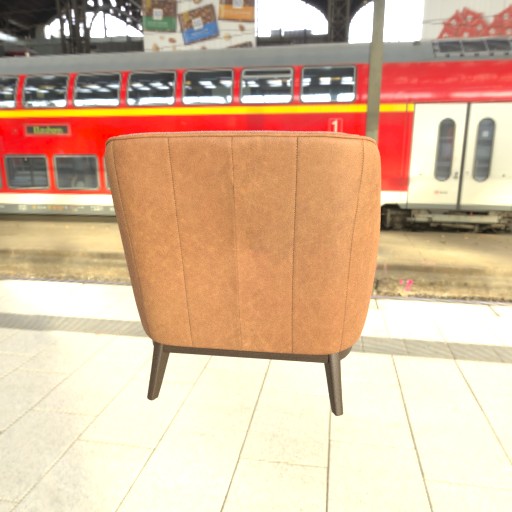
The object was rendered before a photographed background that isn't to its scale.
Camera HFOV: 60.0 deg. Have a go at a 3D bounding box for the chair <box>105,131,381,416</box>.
[{"bbox_3d":[0.000,0.000,1.582,0.871,0.830,0.852,2,14,8],"label":"chair"}]
